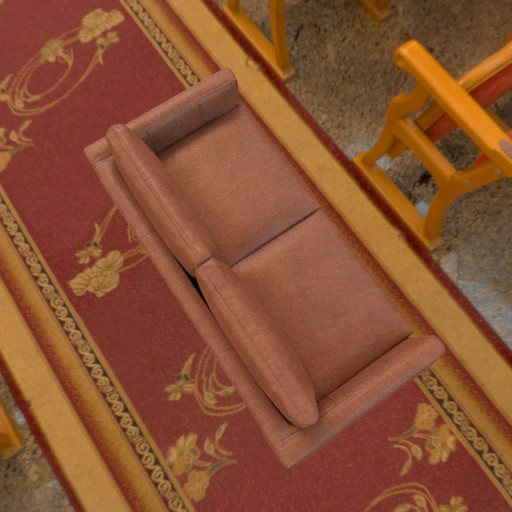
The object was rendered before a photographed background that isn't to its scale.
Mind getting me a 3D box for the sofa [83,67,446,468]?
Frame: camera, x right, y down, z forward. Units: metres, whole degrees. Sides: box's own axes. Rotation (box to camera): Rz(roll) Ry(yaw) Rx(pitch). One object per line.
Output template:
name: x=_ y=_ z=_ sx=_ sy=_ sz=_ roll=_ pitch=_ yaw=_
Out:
sofa: x=0.000 y=0.000 z=2.286 sx=0.899 sy=0.883 sz=1.797 roll=-34 pitch=78 yaw=-8
